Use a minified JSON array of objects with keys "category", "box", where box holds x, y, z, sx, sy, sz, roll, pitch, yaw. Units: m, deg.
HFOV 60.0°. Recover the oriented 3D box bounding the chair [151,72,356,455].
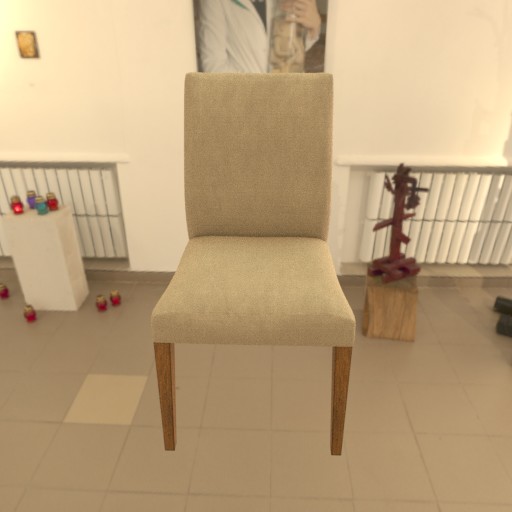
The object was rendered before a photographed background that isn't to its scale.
[{"category":"chair","box":[0.000,0.000,1.282,0.496,0.940,0.585,1,28,2]}]
